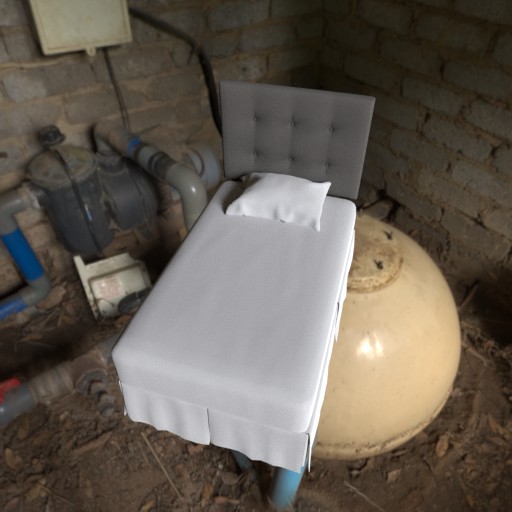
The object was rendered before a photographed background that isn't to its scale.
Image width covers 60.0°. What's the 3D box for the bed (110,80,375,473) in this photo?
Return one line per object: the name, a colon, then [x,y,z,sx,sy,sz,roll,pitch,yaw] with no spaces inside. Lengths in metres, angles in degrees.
bed: [0.000,0.000,2.994,1.261,1.571,1.997,11,43,13]
